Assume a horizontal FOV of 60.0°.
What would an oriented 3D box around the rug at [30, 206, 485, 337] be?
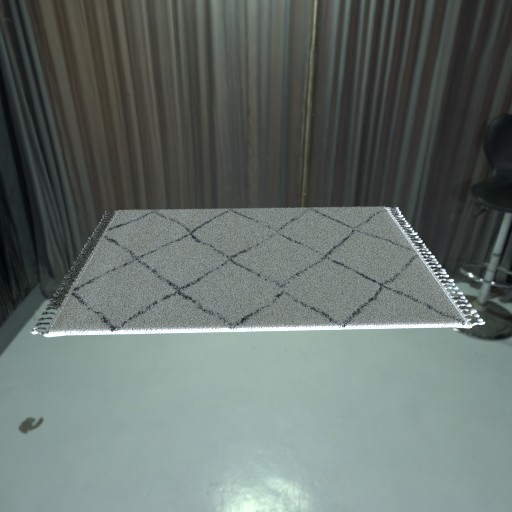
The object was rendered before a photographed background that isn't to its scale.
[{"bbox_3d":[0.000,0.000,2.842,2.307,0.031,1.494,-1,30,-2],"label":"rug"}]
